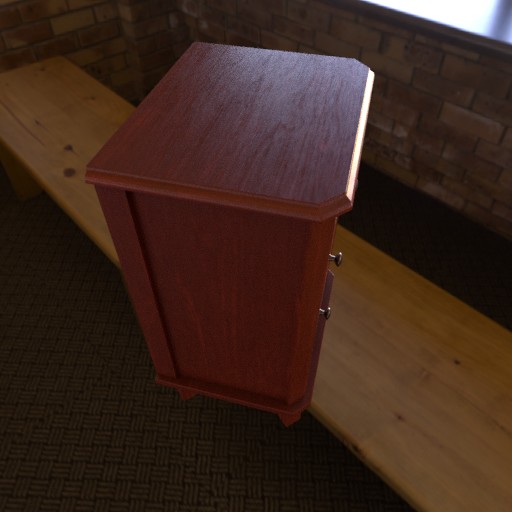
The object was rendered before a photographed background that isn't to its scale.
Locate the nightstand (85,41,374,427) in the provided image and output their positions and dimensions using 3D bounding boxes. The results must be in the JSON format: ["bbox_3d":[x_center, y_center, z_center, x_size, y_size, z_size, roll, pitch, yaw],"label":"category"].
[{"bbox_3d":[0.000,0.000,0.931,0.351,0.681,0.435,11,48,10],"label":"nightstand"}]
